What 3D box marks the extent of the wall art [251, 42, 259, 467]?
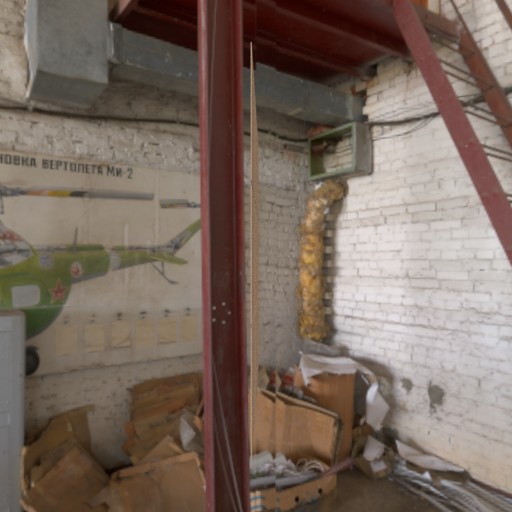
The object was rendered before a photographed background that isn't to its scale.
[{"bbox_3d":[0.000,0.000,2.325,0.002,1.505,1.517,0,-1,1],"label":"wall art"}]
